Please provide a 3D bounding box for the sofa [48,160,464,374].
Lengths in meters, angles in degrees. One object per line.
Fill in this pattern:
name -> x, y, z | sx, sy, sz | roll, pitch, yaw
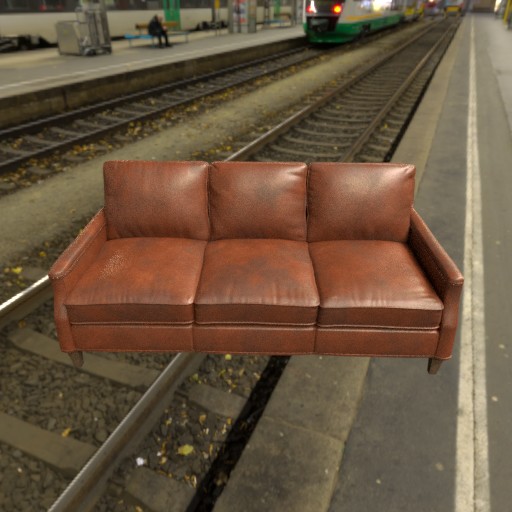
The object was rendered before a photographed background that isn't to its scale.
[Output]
sofa -> 0.000, 0.000, 2.803 | 2.240, 1.003, 1.084 | 1, 30, 1
